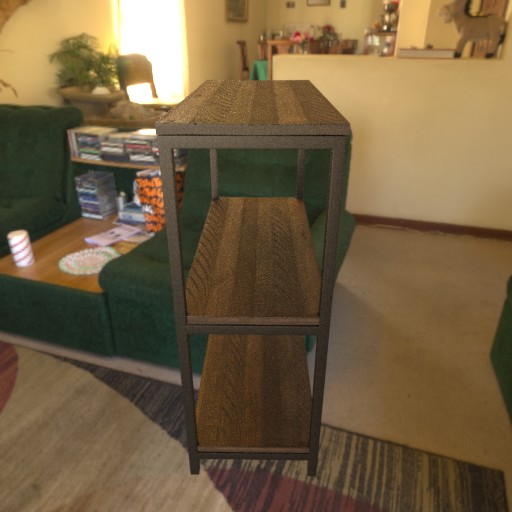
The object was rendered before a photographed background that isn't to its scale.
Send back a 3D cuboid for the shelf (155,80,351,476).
[{"bbox_3d":[0.000,0.000,1.376,0.352,0.947,0.822,0,27,1],"label":"shelf"}]
